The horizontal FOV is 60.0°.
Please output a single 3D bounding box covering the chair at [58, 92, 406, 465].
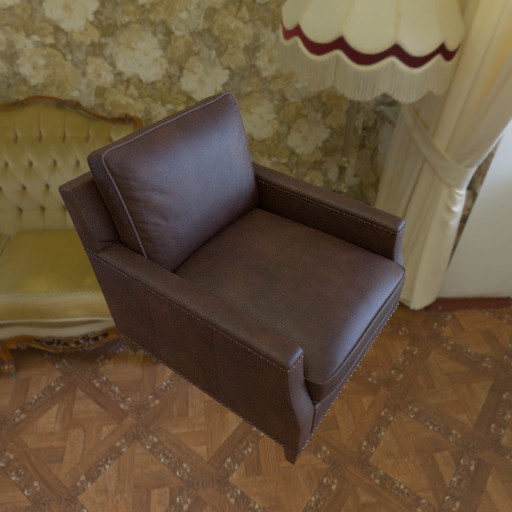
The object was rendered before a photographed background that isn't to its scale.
[{"bbox_3d":[0.000,0.000,1.707,1.014,0.929,0.853,26,47,26],"label":"chair"}]
